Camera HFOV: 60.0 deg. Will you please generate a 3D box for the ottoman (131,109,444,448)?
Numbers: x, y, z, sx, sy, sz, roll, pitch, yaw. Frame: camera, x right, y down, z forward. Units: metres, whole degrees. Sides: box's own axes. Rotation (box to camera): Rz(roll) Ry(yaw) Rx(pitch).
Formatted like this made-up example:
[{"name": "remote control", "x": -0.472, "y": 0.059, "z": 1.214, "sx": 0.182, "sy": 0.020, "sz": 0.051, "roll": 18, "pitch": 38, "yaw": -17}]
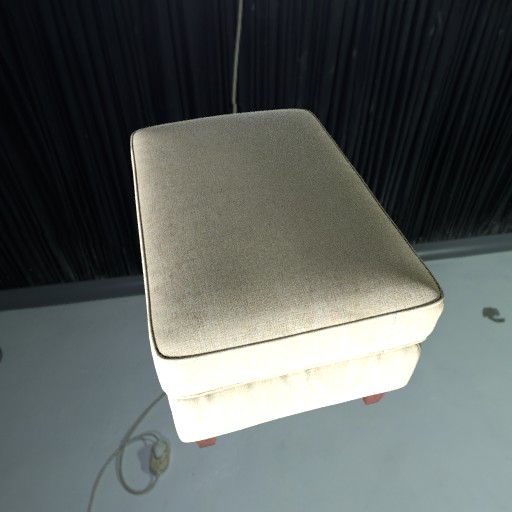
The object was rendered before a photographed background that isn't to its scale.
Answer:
[{"name": "ottoman", "x": 0.000, "y": 0.000, "z": 1.233, "sx": 0.583, "sy": 0.484, "sz": 0.862, "roll": -10, "pitch": 45, "yaw": -10}]
